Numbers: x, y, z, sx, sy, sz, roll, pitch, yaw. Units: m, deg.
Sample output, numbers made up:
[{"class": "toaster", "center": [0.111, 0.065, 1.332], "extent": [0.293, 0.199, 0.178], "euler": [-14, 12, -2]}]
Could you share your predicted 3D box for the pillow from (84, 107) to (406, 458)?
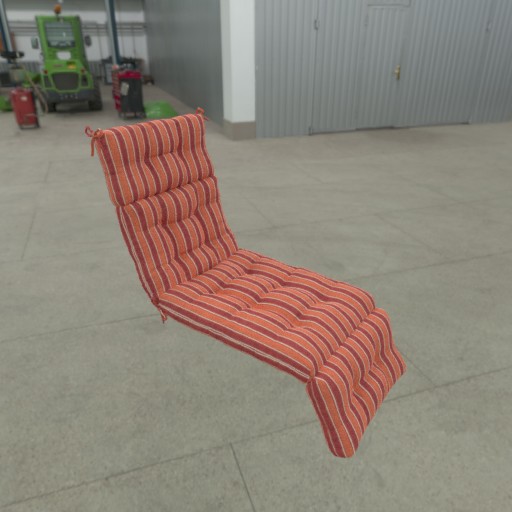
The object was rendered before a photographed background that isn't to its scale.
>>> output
[{"class": "pillow", "center": [0.000, 0.000, 1.521], "extent": [1.016, 0.863, 0.526], "euler": [17, 31, 32]}]
